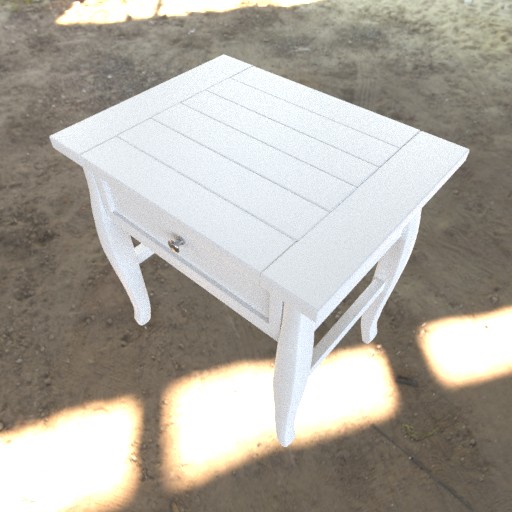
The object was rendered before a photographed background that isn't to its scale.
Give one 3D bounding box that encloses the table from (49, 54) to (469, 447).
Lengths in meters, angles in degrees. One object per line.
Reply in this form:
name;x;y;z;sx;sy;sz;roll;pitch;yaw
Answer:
table;0.000;0.000;1.014;0.599;0.605;0.463;32;55;26
